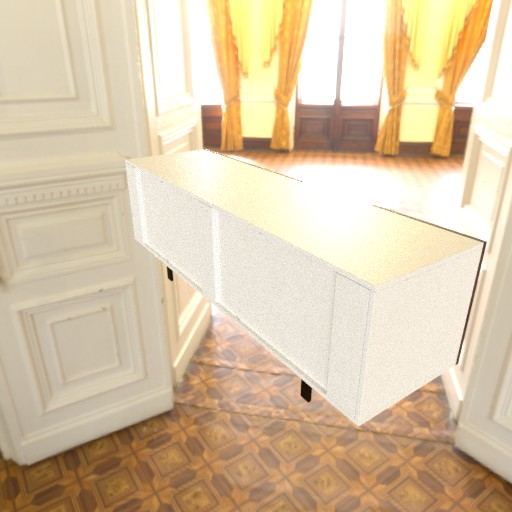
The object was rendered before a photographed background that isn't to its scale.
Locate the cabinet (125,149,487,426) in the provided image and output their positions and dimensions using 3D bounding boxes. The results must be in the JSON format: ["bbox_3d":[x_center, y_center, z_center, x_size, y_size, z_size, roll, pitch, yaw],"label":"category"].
[{"bbox_3d":[0.000,0.000,1.720,0.431,0.533,1.499,-16,29,-32],"label":"cabinet"}]
